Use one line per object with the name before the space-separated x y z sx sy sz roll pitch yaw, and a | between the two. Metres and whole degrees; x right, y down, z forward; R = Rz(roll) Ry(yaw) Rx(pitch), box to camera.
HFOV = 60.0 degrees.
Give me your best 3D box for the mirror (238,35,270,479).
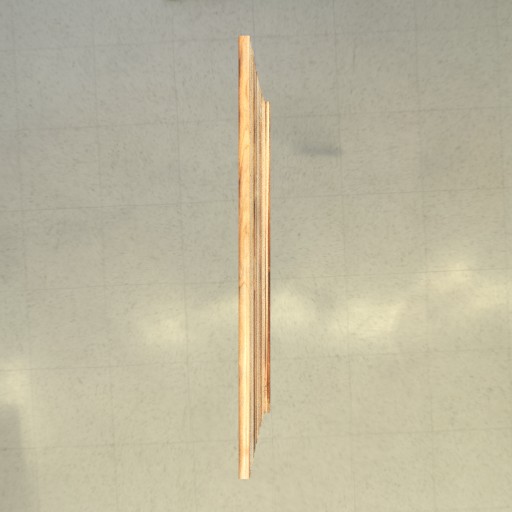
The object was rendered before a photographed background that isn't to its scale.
mirror | 0.000 0.000 1.206 0.061 0.804 0.804 0 91 0
